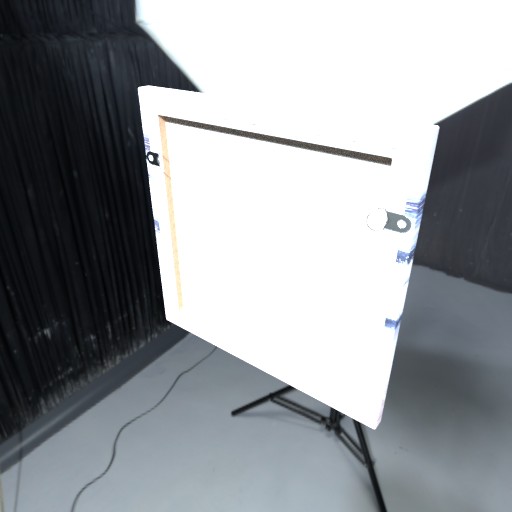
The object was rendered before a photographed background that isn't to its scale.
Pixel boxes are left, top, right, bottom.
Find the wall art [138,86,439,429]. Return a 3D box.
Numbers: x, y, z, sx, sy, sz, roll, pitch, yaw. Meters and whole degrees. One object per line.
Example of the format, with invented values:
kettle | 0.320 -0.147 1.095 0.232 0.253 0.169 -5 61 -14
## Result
wall art | 0.000 0.000 1.130 0.755 0.747 0.065 20 35 32
